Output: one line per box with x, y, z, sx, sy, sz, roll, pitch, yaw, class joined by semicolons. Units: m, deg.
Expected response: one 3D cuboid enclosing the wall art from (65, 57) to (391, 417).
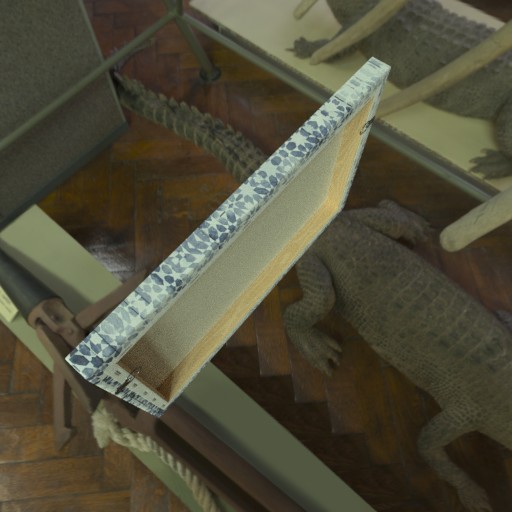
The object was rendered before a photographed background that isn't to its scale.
0.000;0.000;1.141;0.057;0.608;0.911;37;70;16;wall art
